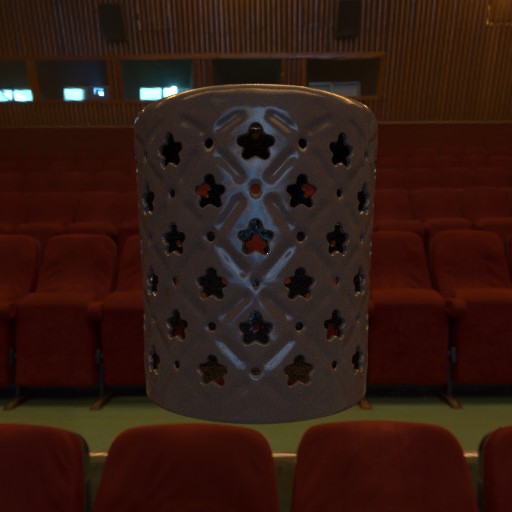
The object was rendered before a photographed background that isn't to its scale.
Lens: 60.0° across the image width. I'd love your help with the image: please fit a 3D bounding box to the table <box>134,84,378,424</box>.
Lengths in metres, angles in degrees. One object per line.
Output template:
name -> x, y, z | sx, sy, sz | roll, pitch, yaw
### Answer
table -> 0.000, 0.000, 0.658 | 0.352, 0.387, 0.352 | 0, 0, 0
